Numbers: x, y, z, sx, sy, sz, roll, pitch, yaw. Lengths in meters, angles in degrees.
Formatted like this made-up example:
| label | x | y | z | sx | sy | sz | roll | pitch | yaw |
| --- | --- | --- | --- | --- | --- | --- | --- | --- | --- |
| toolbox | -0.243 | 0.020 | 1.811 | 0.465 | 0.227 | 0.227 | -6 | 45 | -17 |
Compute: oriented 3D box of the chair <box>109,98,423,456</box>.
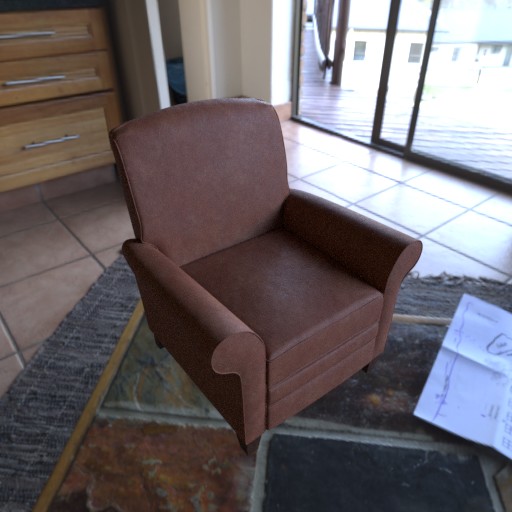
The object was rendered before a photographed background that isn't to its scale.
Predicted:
| label | x | y | z | sx | sy | sz | roll | pitch | yaw |
| --- | --- | --- | --- | --- | --- | --- | --- | --- | --- |
| chair | 0.000 | 0.000 | 1.802 | 0.978 | 1.061 | 0.902 | -23 | 39 | -31 |
